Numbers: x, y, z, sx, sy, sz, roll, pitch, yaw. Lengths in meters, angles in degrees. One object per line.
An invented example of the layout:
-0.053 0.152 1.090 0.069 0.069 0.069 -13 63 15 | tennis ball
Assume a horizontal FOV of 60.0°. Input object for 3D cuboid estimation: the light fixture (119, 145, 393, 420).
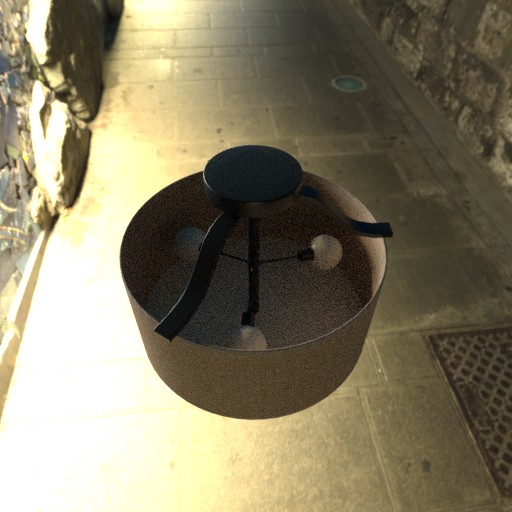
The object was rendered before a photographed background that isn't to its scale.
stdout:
0.000 0.000 0.669 0.390 0.306 0.390 0 46 0 | light fixture
